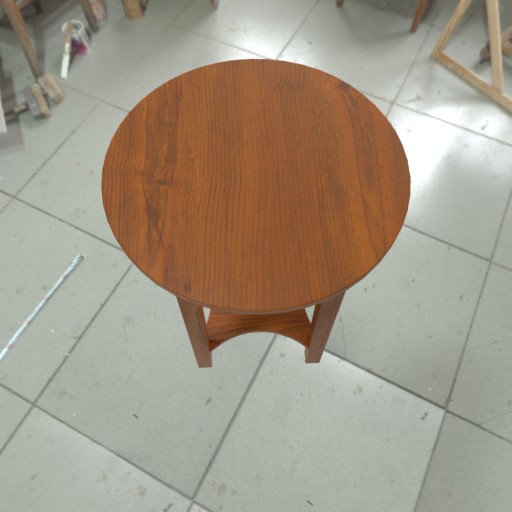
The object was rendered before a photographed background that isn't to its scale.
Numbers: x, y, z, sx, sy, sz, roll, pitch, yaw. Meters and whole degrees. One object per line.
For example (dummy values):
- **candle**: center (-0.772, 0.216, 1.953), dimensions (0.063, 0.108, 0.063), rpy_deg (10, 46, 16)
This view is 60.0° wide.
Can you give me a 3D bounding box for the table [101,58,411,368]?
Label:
- **table**: center (0.000, 0.000, 0.934), dimensions (0.457, 0.610, 0.457), rpy_deg (0, 64, 0)
